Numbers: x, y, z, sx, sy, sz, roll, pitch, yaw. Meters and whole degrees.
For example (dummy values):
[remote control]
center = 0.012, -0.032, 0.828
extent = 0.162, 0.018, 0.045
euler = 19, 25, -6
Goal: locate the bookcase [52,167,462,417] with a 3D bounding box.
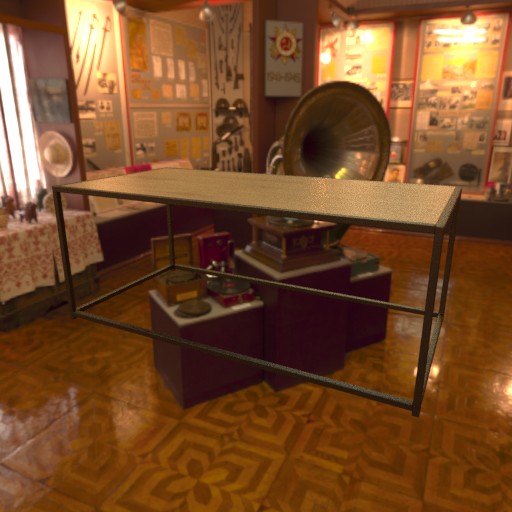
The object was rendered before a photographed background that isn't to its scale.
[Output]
[bookcase]
center = 0.000, 0.000, 1.266
extent = 1.000, 0.400, 0.500
euler = 9, 20, 26
